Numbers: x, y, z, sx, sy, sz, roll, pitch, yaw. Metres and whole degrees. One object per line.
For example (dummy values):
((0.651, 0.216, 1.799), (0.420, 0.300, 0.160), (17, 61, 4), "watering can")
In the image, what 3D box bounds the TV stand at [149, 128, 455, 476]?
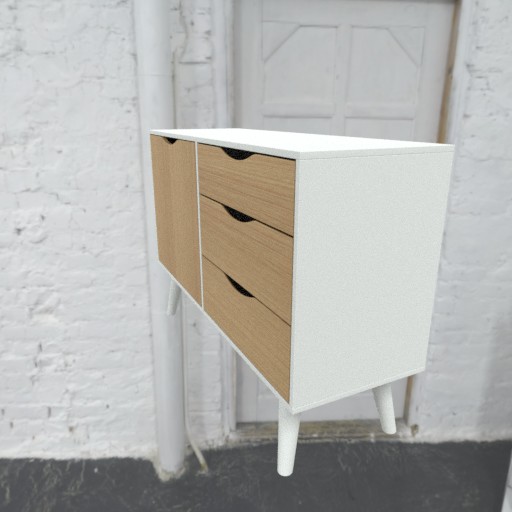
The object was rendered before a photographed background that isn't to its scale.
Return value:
((0.000, 0.000, 1.542), (0.406, 0.812, 1.193), (-9, 20, -25), "TV stand")
